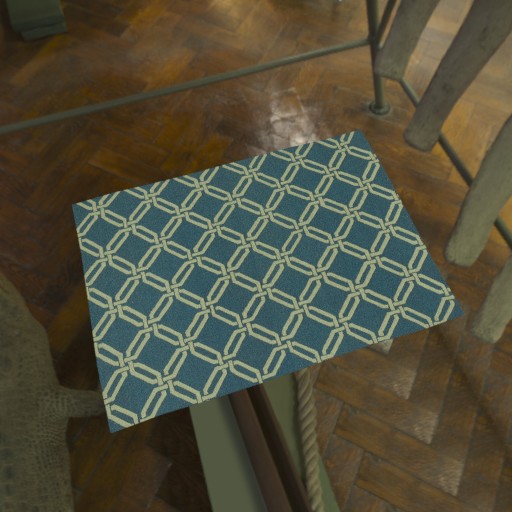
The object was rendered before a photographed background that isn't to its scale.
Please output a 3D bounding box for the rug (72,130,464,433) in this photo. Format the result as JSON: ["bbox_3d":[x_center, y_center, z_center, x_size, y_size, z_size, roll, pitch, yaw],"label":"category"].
[{"bbox_3d":[0.000,0.000,2.809,2.135,0.013,1.524,-16,64,-8],"label":"rug"}]
